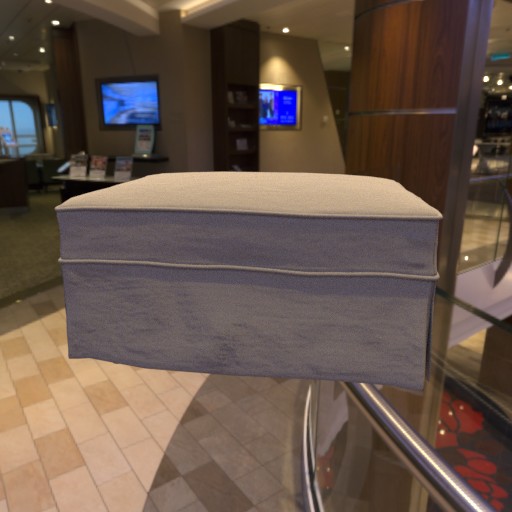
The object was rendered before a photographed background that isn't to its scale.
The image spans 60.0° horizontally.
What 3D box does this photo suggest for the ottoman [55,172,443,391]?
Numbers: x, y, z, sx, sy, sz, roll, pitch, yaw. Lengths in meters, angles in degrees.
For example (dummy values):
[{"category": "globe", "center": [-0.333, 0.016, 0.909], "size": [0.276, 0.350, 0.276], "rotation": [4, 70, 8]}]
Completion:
[{"category": "ottoman", "center": [0.000, 0.000, 1.345], "size": [0.944, 0.479, 0.703], "rotation": [2, 16, 8]}]
